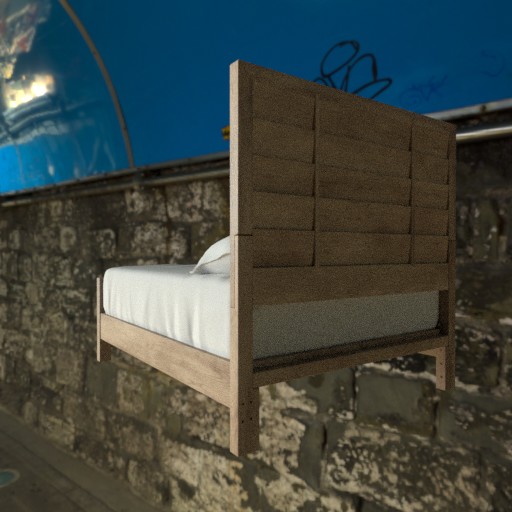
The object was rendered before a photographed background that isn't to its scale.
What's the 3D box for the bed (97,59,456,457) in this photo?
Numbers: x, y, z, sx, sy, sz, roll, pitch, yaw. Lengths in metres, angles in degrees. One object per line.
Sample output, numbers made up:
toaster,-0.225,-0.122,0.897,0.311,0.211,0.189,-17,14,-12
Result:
bed,0.000,0.000,3.100,1.615,1.631,2.017,0,1,-36
